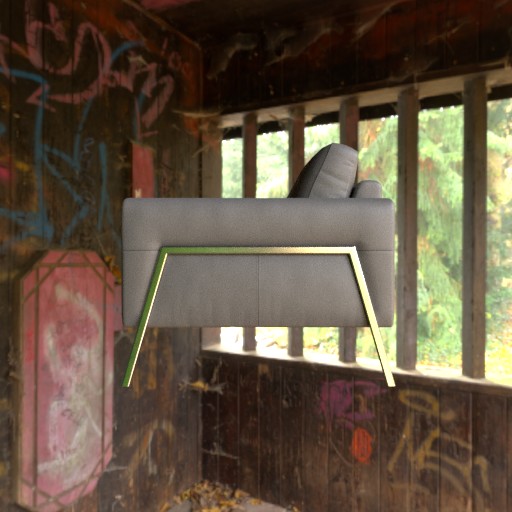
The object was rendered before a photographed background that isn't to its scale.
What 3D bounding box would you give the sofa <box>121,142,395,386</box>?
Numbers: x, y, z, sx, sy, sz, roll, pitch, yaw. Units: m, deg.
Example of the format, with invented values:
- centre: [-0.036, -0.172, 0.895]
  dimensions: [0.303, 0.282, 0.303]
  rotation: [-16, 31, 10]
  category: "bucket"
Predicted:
- centre: [0.000, 0.000, 2.499]
  dimensions: [0.953, 0.875, 2.017]
  rotation: [0, 0, 0]
  category: "sofa"
